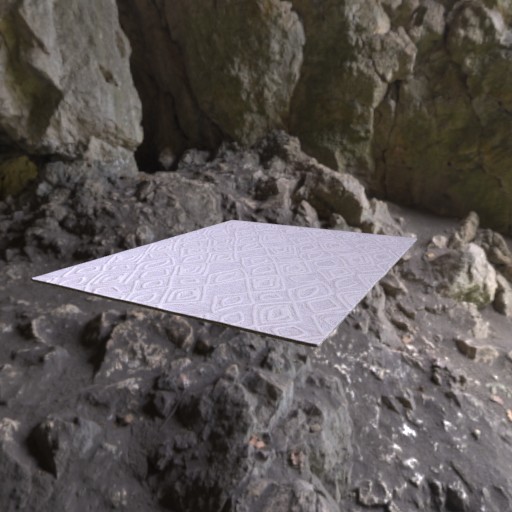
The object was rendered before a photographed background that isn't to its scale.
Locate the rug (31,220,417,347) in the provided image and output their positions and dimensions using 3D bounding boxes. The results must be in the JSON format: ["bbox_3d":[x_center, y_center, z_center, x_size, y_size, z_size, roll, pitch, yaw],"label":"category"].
[{"bbox_3d":[0.000,0.000,4.238,2.449,0.025,3.049,8,17,28],"label":"rug"}]
